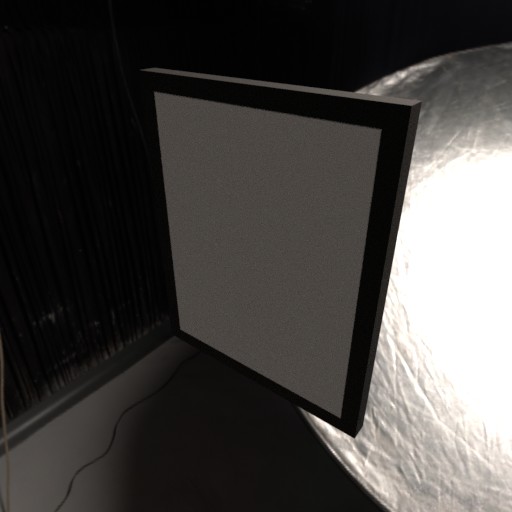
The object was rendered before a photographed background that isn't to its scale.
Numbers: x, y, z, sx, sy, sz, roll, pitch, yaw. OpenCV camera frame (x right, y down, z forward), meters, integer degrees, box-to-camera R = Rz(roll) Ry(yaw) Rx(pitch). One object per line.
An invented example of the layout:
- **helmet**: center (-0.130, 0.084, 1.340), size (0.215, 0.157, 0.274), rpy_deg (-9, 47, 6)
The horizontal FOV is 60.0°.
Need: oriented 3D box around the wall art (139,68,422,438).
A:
- **wall art**: center (0.000, 0.000, 0.548), size (0.329, 0.404, 0.024), rpy_deg (21, 36, 32)
